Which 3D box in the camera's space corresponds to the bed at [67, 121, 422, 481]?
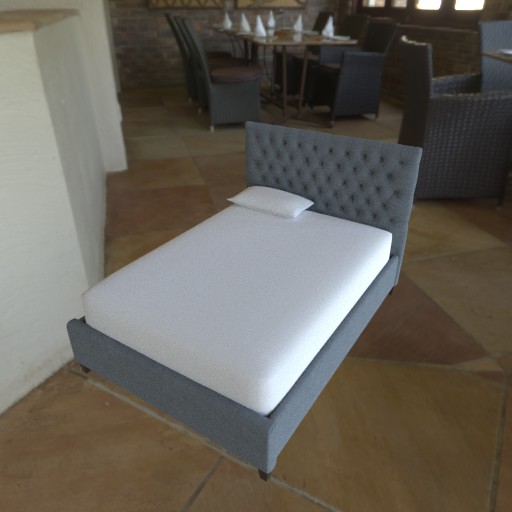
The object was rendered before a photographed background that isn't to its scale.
[{"bbox_3d":[0.000,0.000,3.428,1.698,1.411,2.335,18,34,28],"label":"bed"}]
